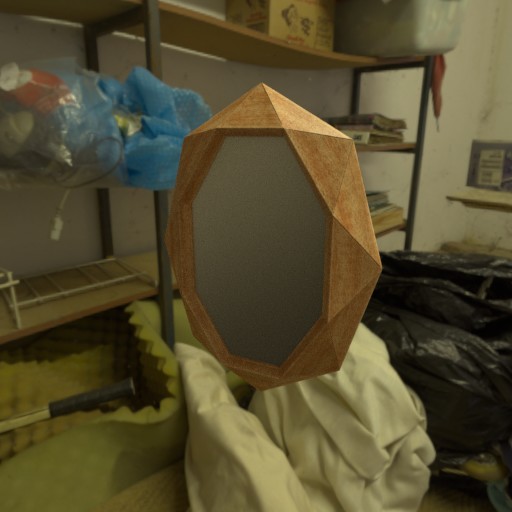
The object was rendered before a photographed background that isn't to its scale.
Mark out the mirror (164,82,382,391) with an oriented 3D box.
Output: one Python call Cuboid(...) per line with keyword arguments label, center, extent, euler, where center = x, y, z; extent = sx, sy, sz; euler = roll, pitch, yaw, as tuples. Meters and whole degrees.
Cuboid(label="mirror", center=(0.000, 0.000, 1.053), extent=(0.577, 0.774, 0.070), euler=(8, 18, 25))
